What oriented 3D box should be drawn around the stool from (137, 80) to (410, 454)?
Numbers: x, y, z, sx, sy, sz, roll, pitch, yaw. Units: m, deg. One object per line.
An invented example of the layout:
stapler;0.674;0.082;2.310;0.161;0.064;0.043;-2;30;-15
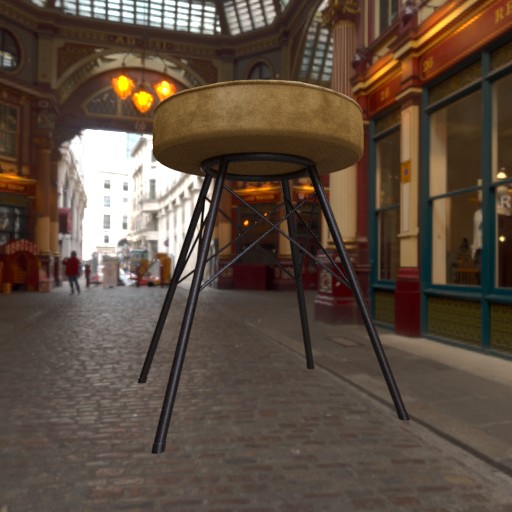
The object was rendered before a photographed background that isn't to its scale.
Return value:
stool;0.000;0.000;0.925;0.472;0.595;0.438;0;0;-16
